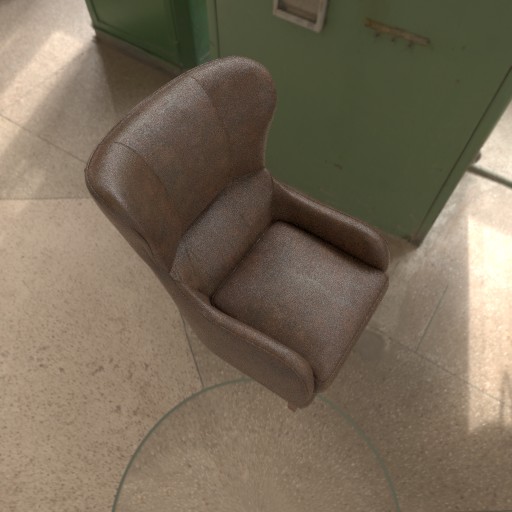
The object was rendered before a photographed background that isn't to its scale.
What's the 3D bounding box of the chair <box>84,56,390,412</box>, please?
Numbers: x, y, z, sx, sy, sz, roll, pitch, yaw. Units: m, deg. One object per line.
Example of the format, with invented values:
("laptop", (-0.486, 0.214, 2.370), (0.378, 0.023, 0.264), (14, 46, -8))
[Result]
("chair", (0.000, 0.000, 1.619), (0.914, 1.048, 0.692), (30, 63, 17))
